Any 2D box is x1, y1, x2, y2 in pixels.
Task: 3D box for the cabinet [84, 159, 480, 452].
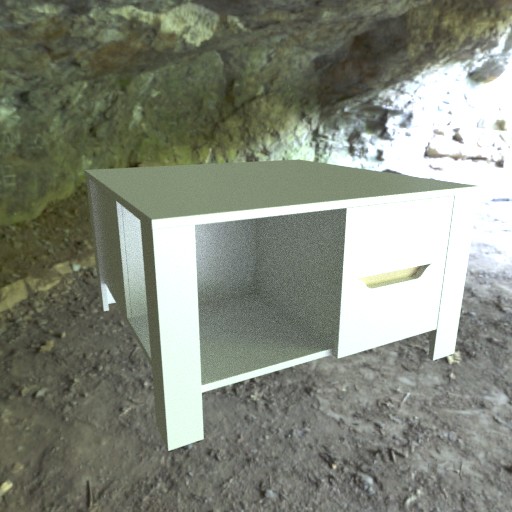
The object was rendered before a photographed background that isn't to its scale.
[{"bbox_3d":[0.000,0.000,1.298,0.800,0.460,0.800,-9,19,-26],"label":"cabinet"}]
